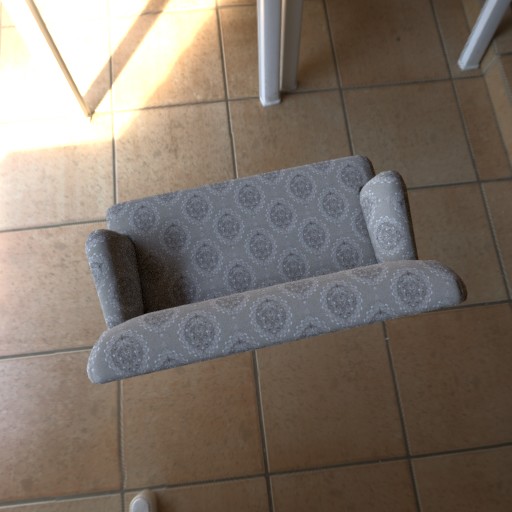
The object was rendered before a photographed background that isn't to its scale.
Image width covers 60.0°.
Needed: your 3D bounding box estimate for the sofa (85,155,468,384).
[{"bbox_3d":[0.000,0.000,1.823,1.297,0.889,0.779,-12,75,-3],"label":"sofa"}]
